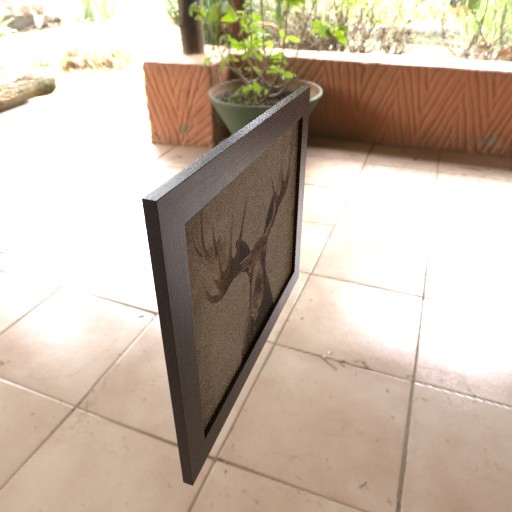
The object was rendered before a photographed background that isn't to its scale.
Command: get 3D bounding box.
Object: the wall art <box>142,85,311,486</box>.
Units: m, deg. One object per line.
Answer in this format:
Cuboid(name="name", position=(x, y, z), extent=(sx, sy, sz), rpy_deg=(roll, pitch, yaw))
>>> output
Cuboid(name="wall art", position=(0.000, 0.000, 1.596), extent=(0.034, 0.952, 1.207), rpy_deg=(11, 33, 17))
